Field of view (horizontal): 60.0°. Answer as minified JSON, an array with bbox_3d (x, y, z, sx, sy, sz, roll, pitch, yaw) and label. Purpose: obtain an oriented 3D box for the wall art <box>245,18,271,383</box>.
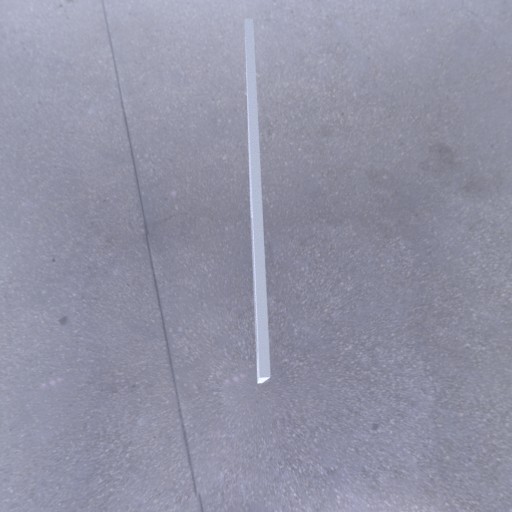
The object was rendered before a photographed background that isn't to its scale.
[{"bbox_3d":[0.000,0.000,0.831,0.011,0.659,0.454,-2,74,-1],"label":"wall art"}]
